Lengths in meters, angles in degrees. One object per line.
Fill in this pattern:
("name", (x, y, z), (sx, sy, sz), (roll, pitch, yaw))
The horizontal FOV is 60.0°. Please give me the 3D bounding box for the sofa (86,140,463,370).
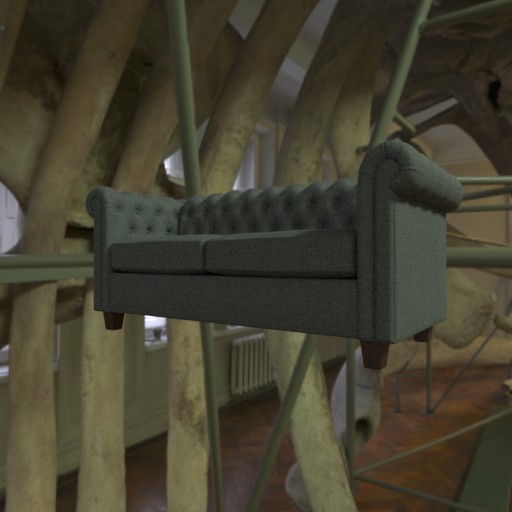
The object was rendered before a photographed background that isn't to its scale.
("sofa", (0.000, 0.000, 2.245), (1.798, 0.797, 0.783), (0, -1, 35))
